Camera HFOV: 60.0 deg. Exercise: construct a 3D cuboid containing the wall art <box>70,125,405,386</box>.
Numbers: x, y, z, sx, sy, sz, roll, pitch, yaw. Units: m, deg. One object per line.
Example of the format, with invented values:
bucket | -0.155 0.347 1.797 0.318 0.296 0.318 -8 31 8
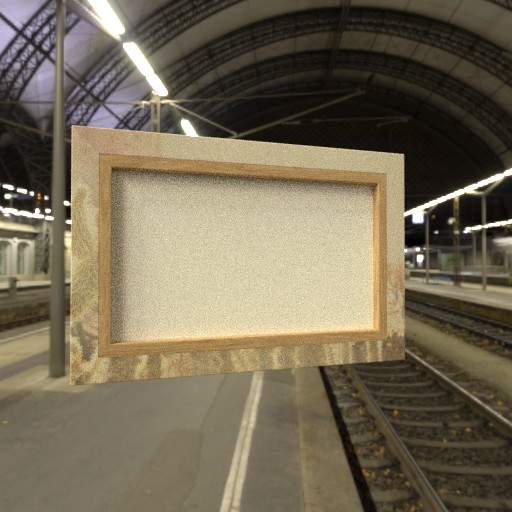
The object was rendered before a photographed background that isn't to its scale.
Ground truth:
wall art | 0.000 0.000 1.481 1.142 0.758 0.041 0 -1 -18
